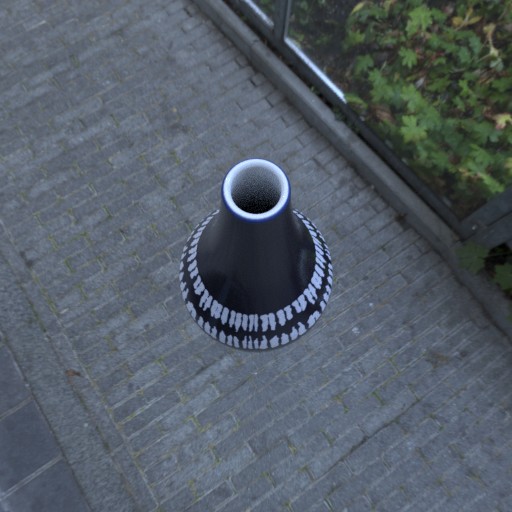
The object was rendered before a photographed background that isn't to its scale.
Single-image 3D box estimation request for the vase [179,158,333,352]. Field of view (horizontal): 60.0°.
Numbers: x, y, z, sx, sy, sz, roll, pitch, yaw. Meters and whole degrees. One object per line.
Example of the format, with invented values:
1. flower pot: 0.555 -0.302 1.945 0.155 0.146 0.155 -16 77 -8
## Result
1. vase: 0.000 0.000 0.389 0.159 0.295 0.159 0 75 0
